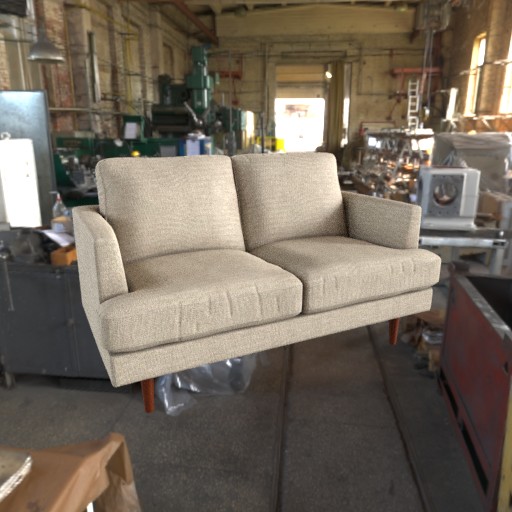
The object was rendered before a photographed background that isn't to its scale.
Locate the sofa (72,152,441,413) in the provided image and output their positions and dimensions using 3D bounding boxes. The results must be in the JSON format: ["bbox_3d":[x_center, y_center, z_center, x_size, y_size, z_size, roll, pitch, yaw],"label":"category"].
[{"bbox_3d":[0.000,0.000,2.153,1.582,0.944,0.903,-8,17,-26],"label":"sofa"}]
